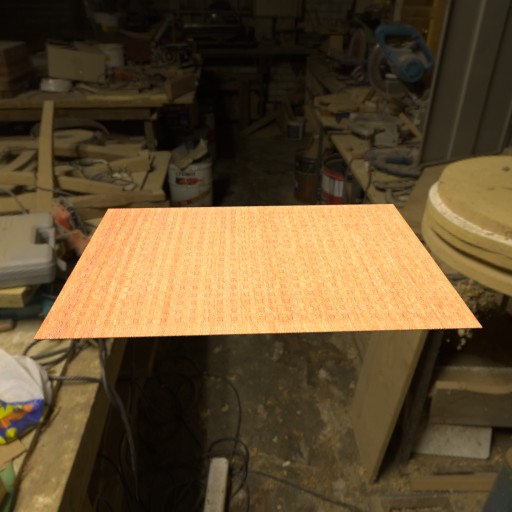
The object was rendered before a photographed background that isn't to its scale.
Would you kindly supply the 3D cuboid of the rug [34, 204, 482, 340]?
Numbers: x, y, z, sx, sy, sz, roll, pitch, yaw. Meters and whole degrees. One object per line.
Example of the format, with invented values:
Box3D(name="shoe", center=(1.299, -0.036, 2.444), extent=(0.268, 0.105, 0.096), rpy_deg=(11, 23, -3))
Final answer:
Box3D(name="rug", center=(0.000, 0.000, 2.908), extent=(2.285, 0.006, 1.524), rpy_deg=(-1, 31, -2))
